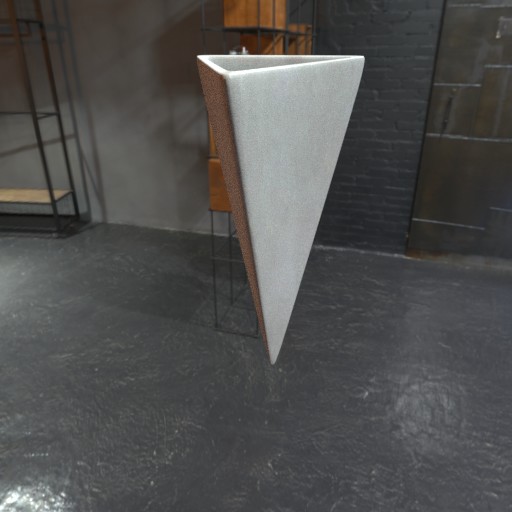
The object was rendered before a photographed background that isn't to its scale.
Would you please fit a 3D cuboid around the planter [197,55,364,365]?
[{"bbox_3d":[0.000,0.000,0.158,0.058,0.130,0.047,8,26,17],"label":"planter"}]
